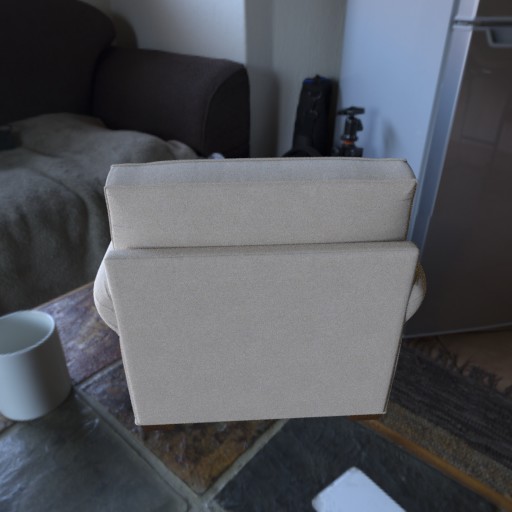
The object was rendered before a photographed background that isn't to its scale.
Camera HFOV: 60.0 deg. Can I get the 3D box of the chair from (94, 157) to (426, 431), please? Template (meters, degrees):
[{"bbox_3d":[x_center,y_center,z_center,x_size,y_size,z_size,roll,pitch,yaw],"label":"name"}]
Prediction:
[{"bbox_3d":[0.000,0.000,1.712,1.040,0.955,0.863,-2,31,-3],"label":"chair"}]
